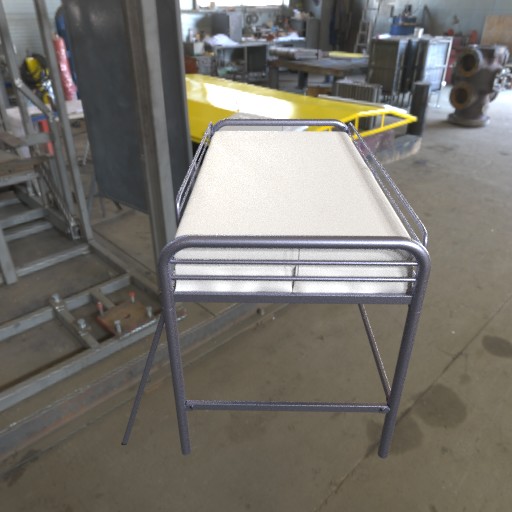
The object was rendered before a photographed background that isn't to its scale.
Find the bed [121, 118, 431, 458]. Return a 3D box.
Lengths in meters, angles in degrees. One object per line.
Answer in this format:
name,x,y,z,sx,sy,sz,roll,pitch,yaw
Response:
bed,0.000,0.000,2.843,1.415,1.288,1.965,1,30,1
